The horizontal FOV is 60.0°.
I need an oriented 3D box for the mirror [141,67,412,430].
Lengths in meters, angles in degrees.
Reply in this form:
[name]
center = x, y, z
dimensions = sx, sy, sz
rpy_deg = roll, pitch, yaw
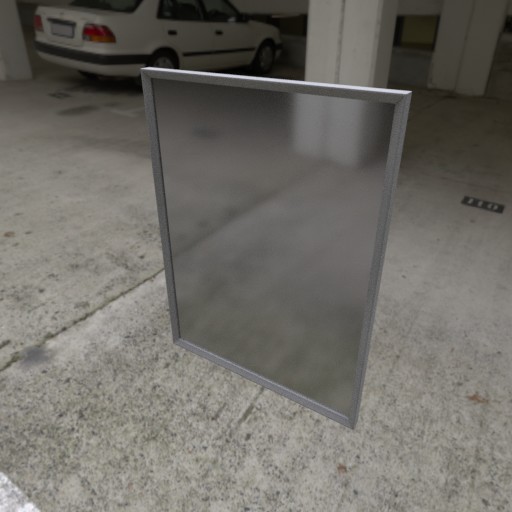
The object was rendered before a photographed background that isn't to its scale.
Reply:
[mirror]
center = 0.000, 0.000, 1.351
dimensions = 0.762, 1.016, 0.041
rpy_deg = 18, 34, 28
